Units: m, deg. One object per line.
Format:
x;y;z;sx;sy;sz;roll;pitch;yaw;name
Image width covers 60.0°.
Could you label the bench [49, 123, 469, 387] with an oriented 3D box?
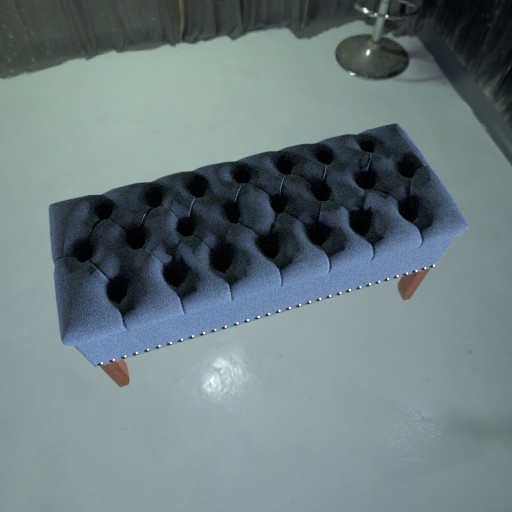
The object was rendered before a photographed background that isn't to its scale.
0.000;0.000;1.352;1.052;0.492;0.417;-15;60;-9;bench
